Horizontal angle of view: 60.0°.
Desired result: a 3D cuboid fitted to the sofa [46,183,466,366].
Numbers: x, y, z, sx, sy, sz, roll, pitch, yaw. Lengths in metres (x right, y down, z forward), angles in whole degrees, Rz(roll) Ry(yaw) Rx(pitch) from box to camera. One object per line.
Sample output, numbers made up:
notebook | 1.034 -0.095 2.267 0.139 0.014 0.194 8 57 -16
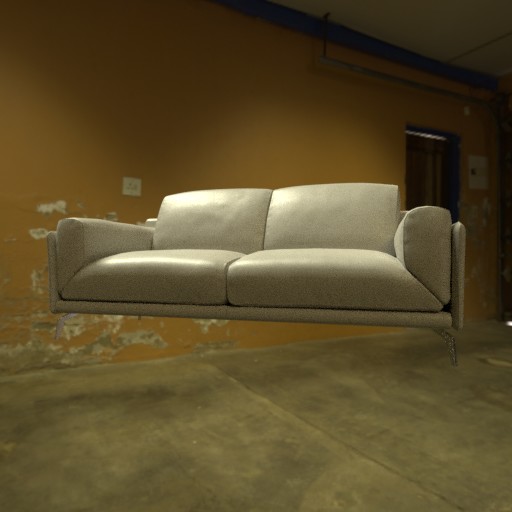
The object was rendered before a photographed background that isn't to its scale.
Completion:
sofa | 0.000 0.000 2.592 2.101 0.930 1.049 0 0 17
